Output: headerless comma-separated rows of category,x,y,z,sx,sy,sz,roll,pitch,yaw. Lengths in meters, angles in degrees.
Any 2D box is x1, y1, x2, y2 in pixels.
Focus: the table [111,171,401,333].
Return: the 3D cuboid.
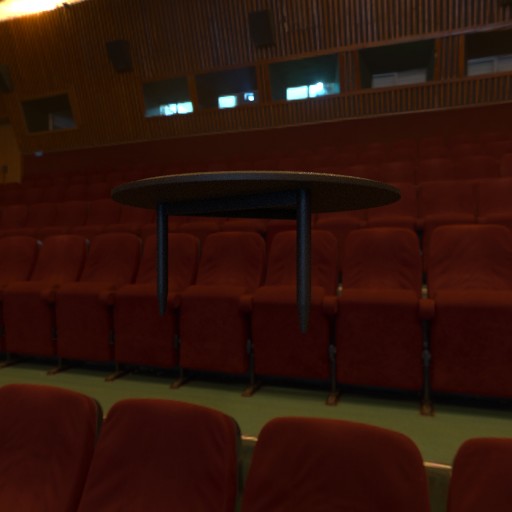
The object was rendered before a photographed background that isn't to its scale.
table,0.000,0.000,1.448,0.900,0.400,0.900,0,0,0
